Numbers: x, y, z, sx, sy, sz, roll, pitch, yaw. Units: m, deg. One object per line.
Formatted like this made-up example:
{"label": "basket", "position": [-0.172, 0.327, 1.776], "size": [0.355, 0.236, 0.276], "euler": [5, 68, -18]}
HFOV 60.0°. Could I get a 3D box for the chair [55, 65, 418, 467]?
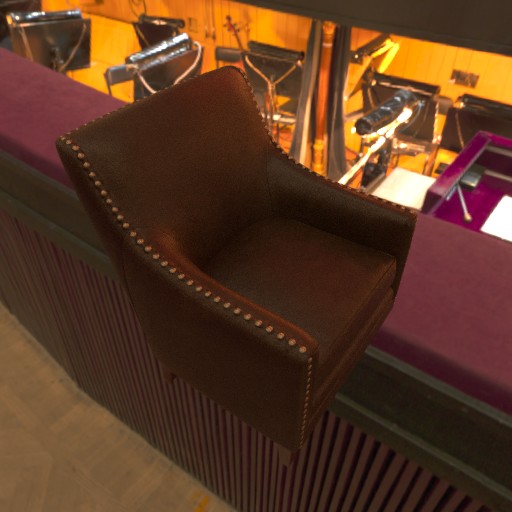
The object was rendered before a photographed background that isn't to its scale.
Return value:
{"label": "chair", "position": [0.000, 0.000, 1.277], "size": [0.704, 0.813, 0.639], "euler": [26, 47, 26]}
